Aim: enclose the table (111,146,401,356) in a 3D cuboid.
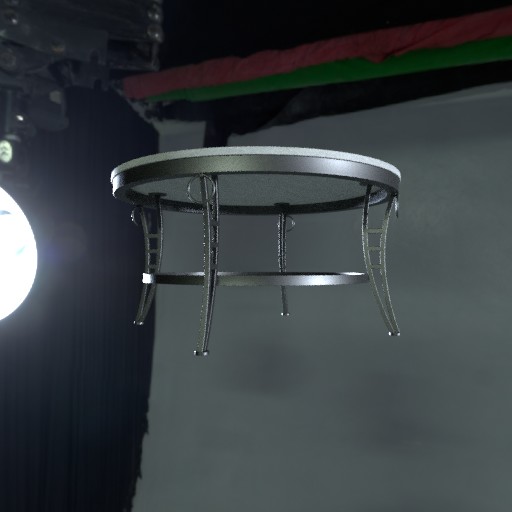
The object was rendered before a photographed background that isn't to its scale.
[{"bbox_3d":[0.000,0.000,1.428,0.889,0.470,0.889,0,-1,0],"label":"table"}]
